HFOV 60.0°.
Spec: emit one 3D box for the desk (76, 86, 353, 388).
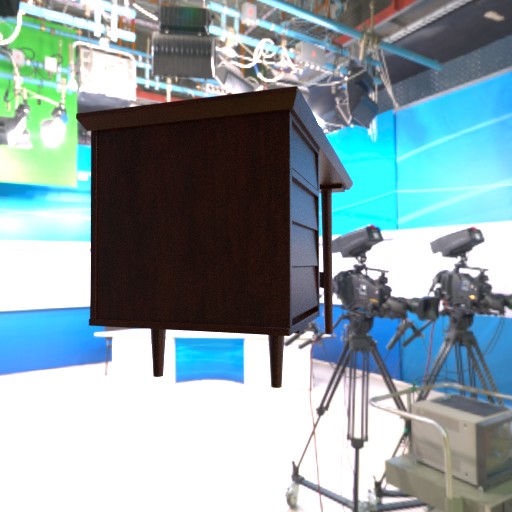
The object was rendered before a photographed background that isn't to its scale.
[{"bbox_3d":[0.000,0.000,1.708,0.612,0.758,1.277,0,-1,18],"label":"desk"}]
